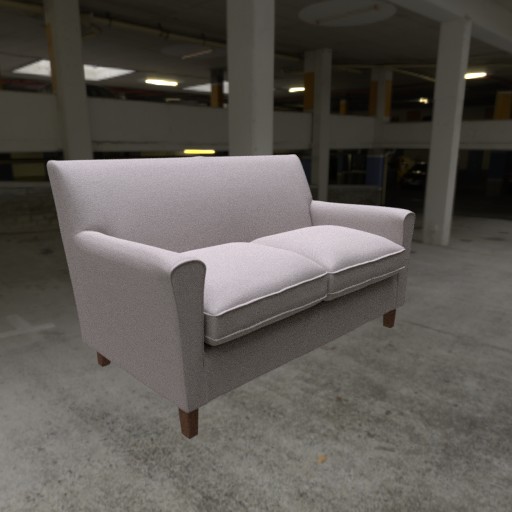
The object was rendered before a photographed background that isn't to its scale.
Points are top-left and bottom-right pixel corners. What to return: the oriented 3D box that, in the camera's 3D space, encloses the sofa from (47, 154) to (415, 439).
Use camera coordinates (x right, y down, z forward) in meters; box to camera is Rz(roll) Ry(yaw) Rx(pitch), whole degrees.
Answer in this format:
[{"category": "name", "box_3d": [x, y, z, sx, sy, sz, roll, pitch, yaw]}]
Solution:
[{"category": "sofa", "box_3d": [0.000, 0.000, 2.064, 1.482, 0.890, 0.888, -13, 19, -43]}]
